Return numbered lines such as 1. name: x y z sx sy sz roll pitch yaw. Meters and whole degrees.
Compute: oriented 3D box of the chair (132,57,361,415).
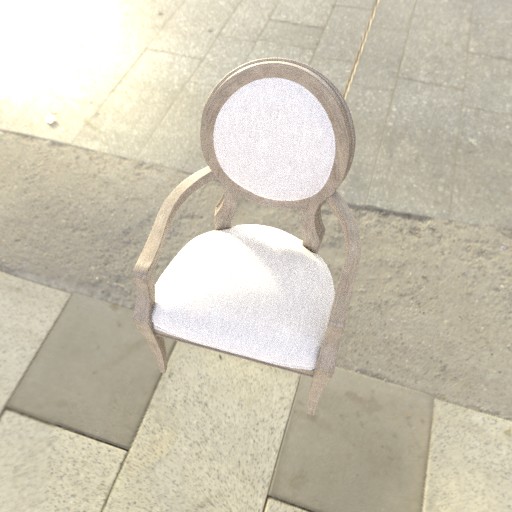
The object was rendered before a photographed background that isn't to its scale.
1. chair: 0.000 0.000 1.389 0.611 0.991 0.602 13 58 8
